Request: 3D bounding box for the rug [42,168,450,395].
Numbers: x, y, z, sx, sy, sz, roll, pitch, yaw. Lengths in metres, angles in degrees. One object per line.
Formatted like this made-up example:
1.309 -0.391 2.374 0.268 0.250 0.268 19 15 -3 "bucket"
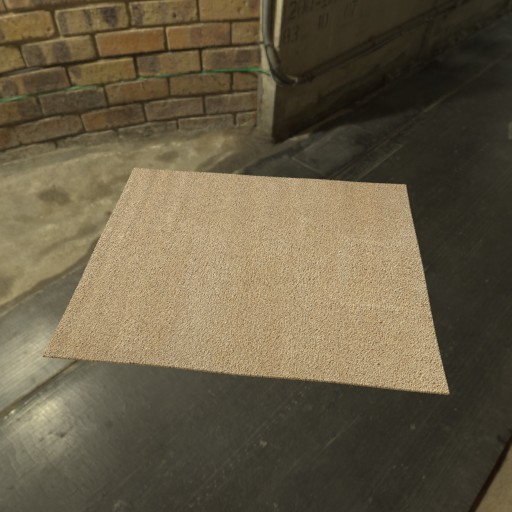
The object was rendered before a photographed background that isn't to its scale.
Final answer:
0.000 0.000 4.063 3.000 0.025 2.400 4 47 4 "rug"
